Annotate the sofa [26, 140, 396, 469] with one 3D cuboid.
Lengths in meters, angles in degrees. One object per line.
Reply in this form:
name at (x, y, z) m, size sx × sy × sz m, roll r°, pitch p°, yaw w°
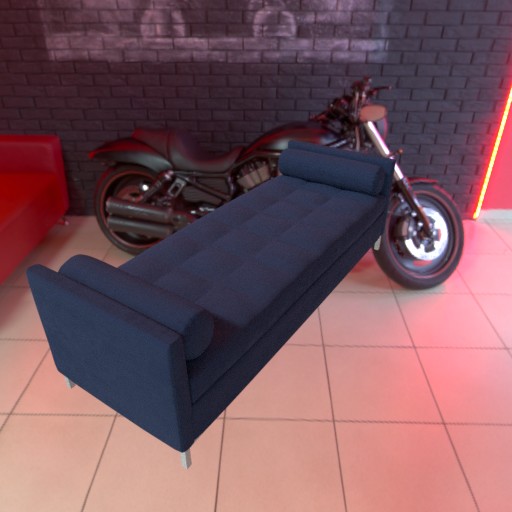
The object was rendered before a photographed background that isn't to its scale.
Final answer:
sofa at (0.000, 0.000, 2.432) m, size 0.797 × 0.657 × 2.102 m, roll 19°, pitch 36°, yaw 29°
